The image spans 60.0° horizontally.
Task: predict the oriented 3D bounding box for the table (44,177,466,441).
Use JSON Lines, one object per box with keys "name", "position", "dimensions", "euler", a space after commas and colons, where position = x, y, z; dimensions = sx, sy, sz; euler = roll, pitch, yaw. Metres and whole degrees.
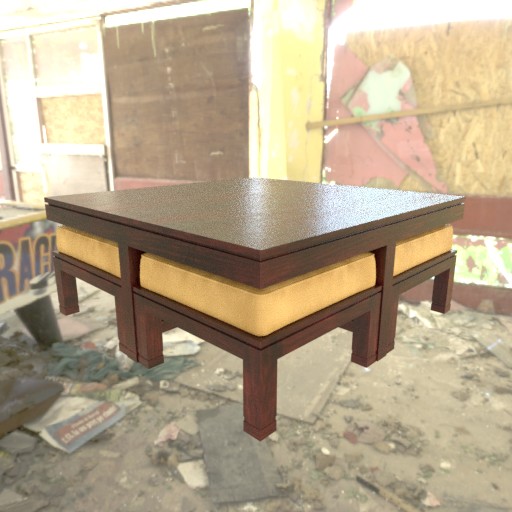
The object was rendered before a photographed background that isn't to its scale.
{"name": "table", "position": [0.000, 0.000, 1.332], "dimensions": [0.865, 0.356, 0.865], "euler": [15, 21, 42]}
